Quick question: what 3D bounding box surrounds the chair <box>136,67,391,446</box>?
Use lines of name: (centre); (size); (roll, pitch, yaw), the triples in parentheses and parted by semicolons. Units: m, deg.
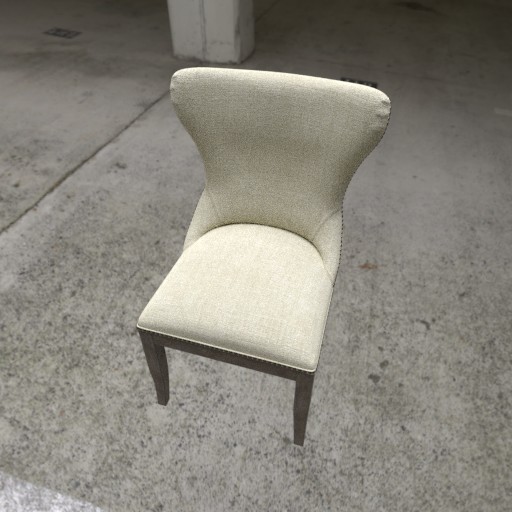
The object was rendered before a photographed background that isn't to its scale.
chair: (0.000, 0.000, 1.447); (0.654, 1.002, 0.681); (12, 43, 13)
